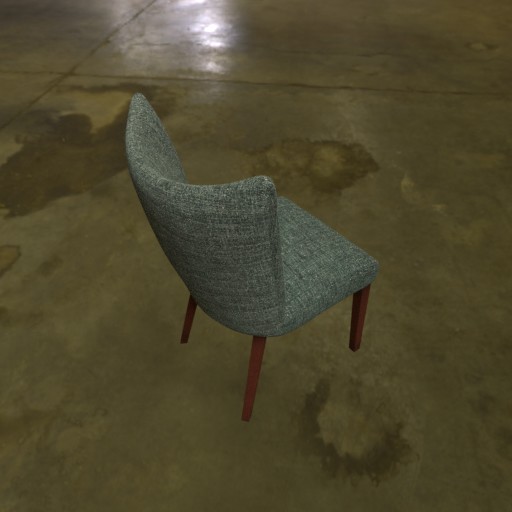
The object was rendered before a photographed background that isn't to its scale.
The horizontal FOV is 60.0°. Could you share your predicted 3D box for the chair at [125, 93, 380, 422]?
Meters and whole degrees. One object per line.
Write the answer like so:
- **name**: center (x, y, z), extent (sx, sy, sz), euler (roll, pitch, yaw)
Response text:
- **chair**: center (0.000, 0.000, 1.341), extent (0.623, 0.924, 0.535), euler (-27, 48, -27)
